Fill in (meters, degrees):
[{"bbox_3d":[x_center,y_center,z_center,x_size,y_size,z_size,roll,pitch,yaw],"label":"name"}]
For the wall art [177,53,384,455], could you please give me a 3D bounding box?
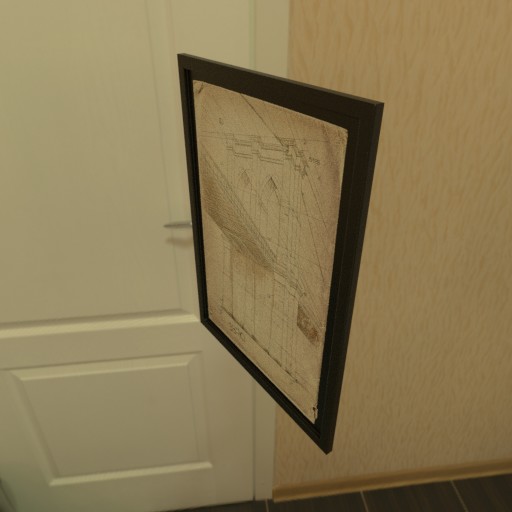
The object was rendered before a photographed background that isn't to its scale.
[{"bbox_3d":[0.000,0.000,0.846,0.016,0.657,0.480,-21,38,-30],"label":"wall art"}]
